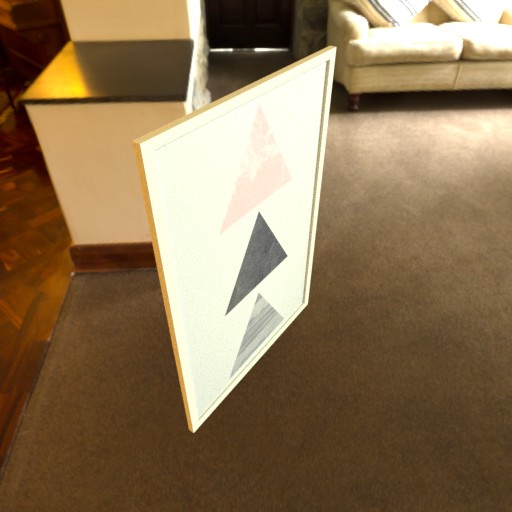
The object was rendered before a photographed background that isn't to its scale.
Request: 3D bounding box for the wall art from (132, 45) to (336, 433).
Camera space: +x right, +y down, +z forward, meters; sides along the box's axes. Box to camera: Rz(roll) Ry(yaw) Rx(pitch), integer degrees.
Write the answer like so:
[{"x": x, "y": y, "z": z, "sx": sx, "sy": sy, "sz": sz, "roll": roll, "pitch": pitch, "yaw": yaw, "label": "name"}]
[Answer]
[{"x": 0.000, "y": 0.000, "z": 0.853, "sx": 0.013, "sy": 0.656, "sz": 0.456, "roll": 26, "pitch": 47, "yaw": 27, "label": "wall art"}]
